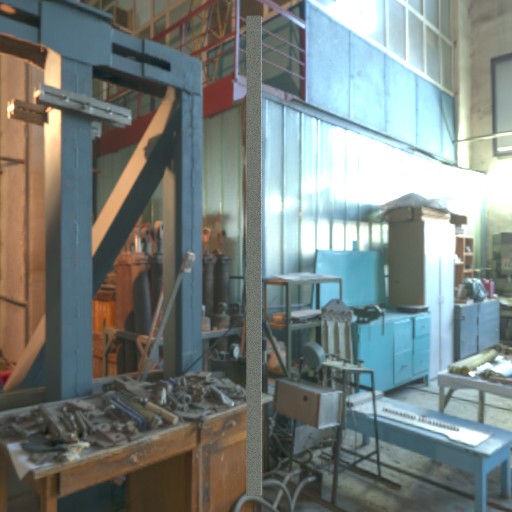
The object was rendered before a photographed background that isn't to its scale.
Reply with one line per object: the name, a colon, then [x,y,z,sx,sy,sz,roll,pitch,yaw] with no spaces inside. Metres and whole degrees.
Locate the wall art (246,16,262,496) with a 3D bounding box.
wall art: [0.000,0.000,1.574,0.038,1.212,0.914,0,0,1]
